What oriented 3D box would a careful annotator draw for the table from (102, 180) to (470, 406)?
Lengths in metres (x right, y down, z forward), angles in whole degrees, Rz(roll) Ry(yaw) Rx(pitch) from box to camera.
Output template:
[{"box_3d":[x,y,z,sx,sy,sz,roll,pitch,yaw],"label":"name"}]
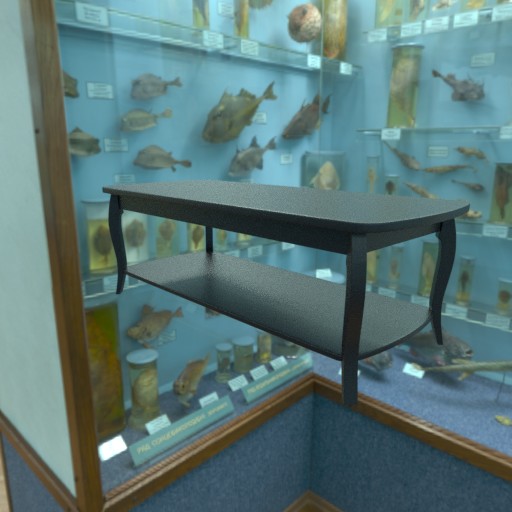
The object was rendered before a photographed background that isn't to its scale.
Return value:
[{"box_3d":[0.000,0.000,1.612,0.571,0.457,1.333,-13,19,-43],"label":"table"}]
